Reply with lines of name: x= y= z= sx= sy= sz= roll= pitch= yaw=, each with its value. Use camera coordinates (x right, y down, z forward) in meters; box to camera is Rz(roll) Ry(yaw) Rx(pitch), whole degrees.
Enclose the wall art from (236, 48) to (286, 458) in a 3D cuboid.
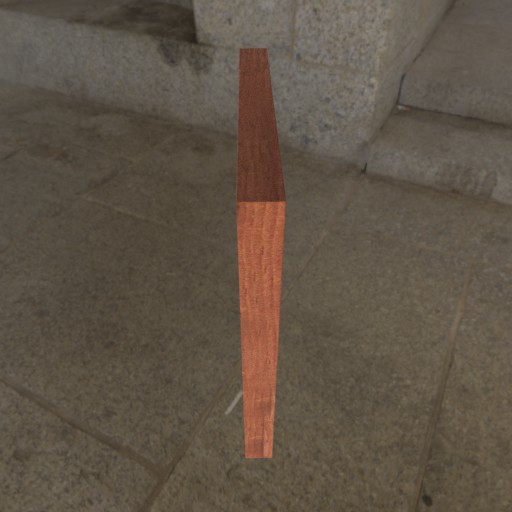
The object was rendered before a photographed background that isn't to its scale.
wall art: x=0.000 y=0.000 z=0.635 sx=0.039 sy=0.449 sz=0.377 roll=-1 pitch=42 yaw=-1
